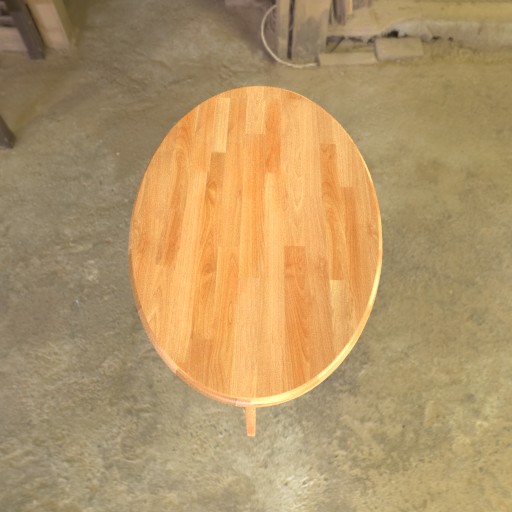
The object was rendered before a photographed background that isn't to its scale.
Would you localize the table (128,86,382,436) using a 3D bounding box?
[{"bbox_3d":[0.000,0.000,1.405,0.690,0.490,1.040,1,59,1],"label":"table"}]
